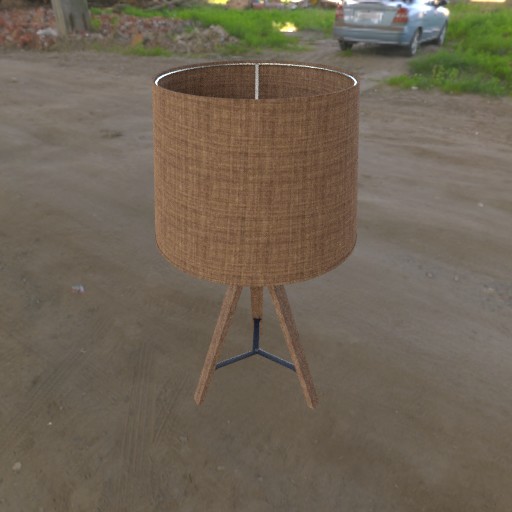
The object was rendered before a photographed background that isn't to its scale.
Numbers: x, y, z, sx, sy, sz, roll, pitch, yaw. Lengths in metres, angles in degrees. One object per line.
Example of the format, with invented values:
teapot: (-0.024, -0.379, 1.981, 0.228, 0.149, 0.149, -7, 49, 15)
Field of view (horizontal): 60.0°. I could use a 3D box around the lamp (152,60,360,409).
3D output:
lamp: (0.000, 0.000, 0.673, 0.290, 0.514, 0.290, 0, 32, 0)
